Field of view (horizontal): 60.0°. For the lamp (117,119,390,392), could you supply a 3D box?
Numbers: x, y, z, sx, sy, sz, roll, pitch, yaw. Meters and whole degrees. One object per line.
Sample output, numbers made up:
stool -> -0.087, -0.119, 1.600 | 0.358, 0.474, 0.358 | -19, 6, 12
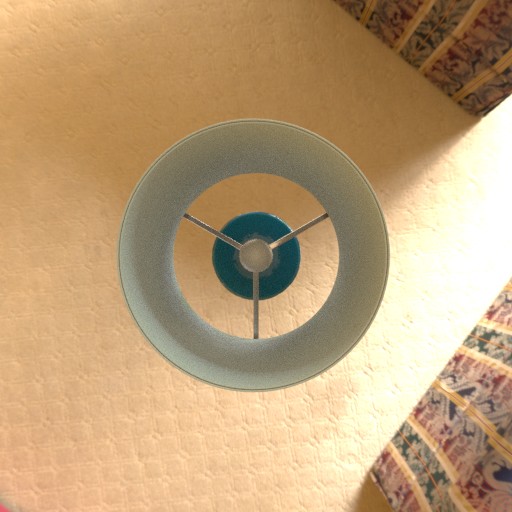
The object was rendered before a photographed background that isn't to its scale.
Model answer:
lamp -> 0.000, 0.000, 0.500 | 0.193, 0.377, 0.193 | 0, 90, 1
